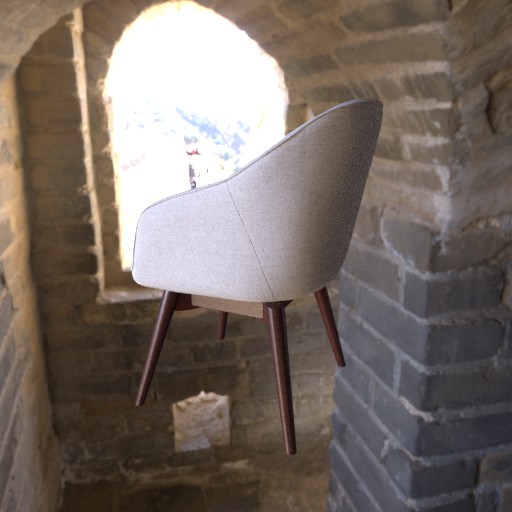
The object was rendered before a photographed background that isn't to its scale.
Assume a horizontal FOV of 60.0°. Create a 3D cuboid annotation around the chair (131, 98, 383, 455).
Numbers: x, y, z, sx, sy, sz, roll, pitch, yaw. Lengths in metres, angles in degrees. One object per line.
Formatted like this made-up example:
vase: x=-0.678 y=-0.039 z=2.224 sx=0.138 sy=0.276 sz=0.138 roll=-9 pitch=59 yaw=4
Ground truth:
chair: x=0.000 y=0.000 z=1.258 sx=0.635 sy=0.823 sz=0.596 roll=7 pitch=17 yaw=25
